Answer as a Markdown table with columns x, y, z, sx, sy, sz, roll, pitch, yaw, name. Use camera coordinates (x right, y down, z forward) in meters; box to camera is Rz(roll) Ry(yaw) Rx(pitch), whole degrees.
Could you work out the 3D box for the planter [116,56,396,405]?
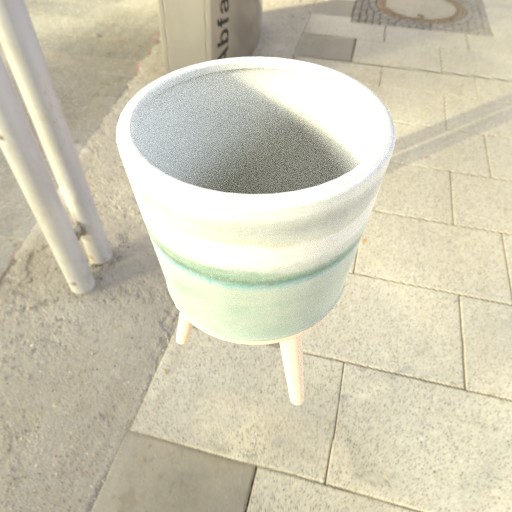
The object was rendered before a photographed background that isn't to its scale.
| x | y | z | sx | sy | sz | roll | pitch | yaw | name |
| --- | --- | --- | --- | --- | --- | --- | --- | --- | --- |
| 0.000 | 0.000 | 0.574 | 0.265 | 0.404 | 0.265 | 9 | 48 | 8 | planter |
